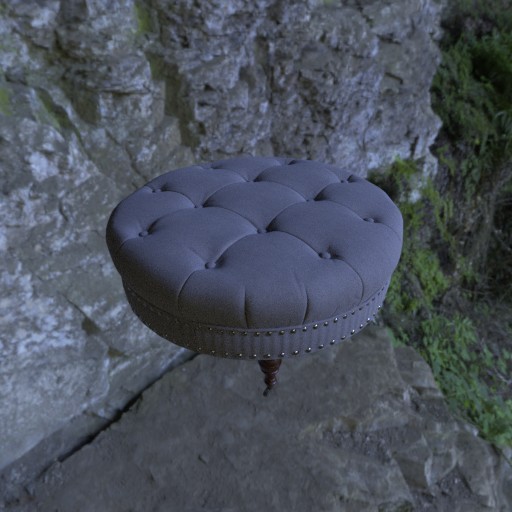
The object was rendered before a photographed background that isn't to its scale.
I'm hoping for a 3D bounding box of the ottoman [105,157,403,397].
[{"bbox_3d":[0.000,0.000,1.447,0.901,0.439,0.901,0,32,0],"label":"ottoman"}]
